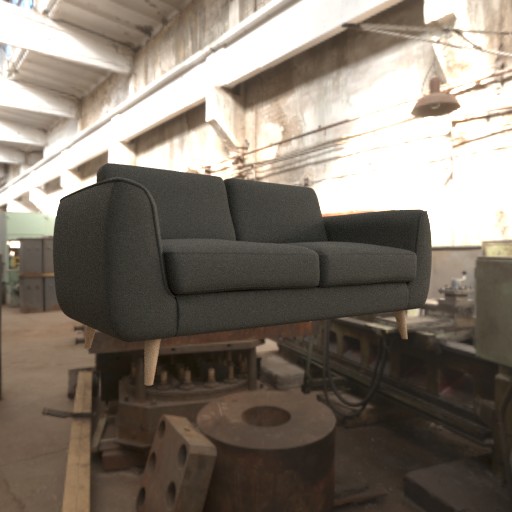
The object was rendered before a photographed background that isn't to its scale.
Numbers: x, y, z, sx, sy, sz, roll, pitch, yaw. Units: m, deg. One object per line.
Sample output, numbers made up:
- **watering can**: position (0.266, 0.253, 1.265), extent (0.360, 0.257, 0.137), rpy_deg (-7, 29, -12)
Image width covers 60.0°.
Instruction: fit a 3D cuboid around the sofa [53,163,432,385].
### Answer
- **sofa**: position (0.000, 0.000, 2.147), extent (1.700, 0.850, 0.920), rpy_deg (0, 0, -36)
